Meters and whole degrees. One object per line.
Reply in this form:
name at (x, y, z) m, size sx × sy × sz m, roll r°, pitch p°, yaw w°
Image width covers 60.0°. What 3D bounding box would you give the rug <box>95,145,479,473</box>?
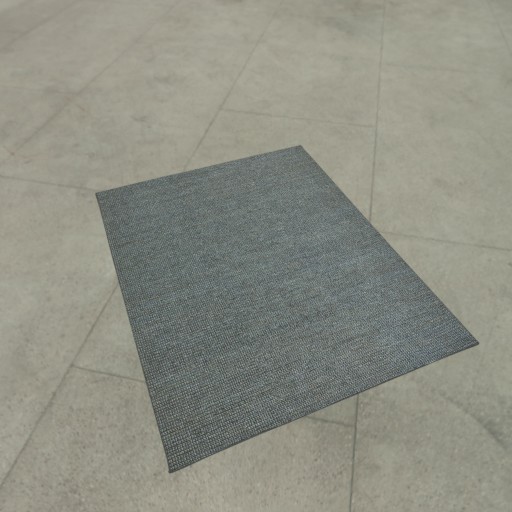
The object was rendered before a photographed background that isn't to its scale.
rug at (0.000, 0.000, 4.064) m, size 2.456 × 0.021 × 3.068 m, roll -17°, pitch 48°, yaw -16°
